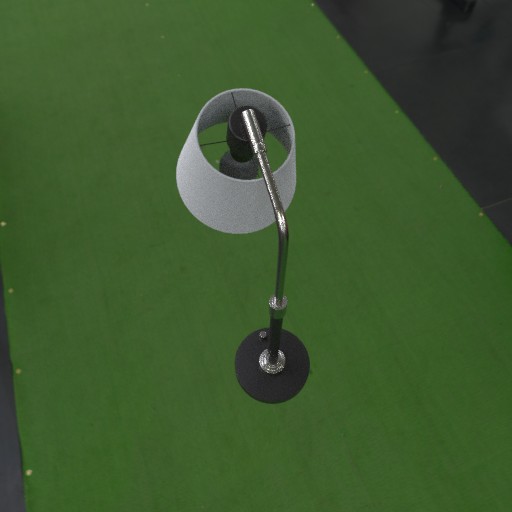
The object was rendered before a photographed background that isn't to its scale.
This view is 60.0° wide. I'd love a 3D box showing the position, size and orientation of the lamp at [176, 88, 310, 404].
[{"bbox_3d":[0.000,0.000,0.705,0.181,0.539,0.348,-16,60,-9],"label":"lamp"}]
